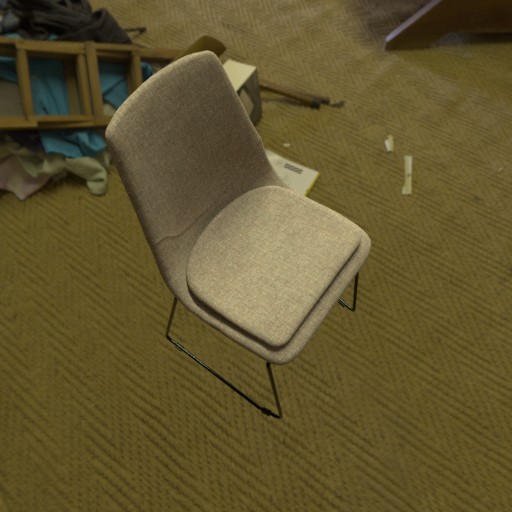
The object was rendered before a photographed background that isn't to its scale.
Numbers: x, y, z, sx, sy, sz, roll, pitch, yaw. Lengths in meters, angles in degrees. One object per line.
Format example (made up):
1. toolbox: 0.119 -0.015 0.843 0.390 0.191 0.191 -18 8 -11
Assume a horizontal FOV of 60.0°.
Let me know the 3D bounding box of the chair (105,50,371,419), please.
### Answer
1. chair: 0.000 0.000 1.148 0.518 0.858 0.479 33 65 17
